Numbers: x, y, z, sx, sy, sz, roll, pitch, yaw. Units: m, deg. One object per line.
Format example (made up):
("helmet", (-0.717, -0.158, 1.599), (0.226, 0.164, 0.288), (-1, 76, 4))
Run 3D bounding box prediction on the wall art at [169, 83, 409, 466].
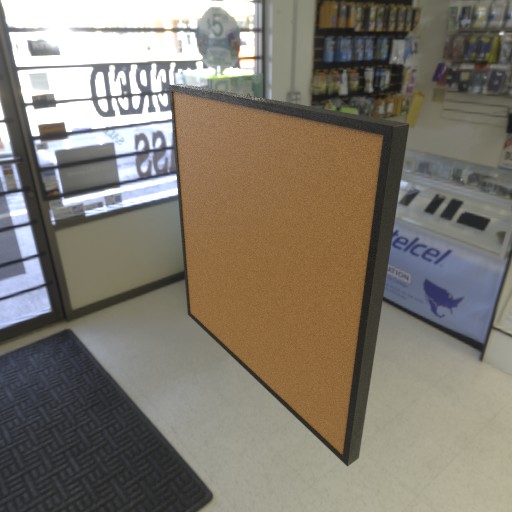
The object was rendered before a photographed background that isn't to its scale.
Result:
("wall art", (0.000, 0.000, 1.131), (0.039, 0.763, 0.763), (-18, 32, -32))
